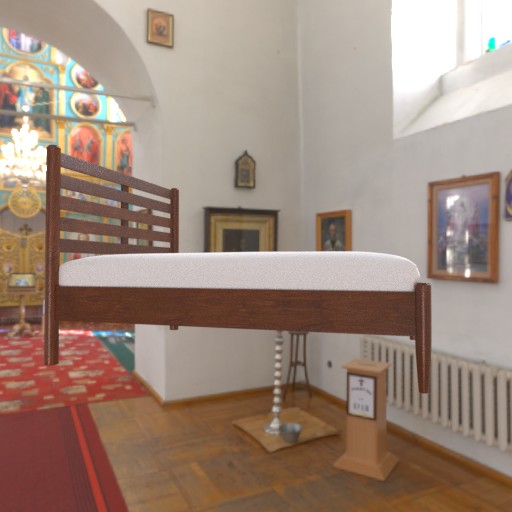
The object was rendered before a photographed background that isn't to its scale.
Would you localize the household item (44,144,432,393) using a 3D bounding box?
[{"bbox_3d":[0.000,0.000,3.178,2.232,1.356,1.663,0,-1,18],"label":"household item"}]
